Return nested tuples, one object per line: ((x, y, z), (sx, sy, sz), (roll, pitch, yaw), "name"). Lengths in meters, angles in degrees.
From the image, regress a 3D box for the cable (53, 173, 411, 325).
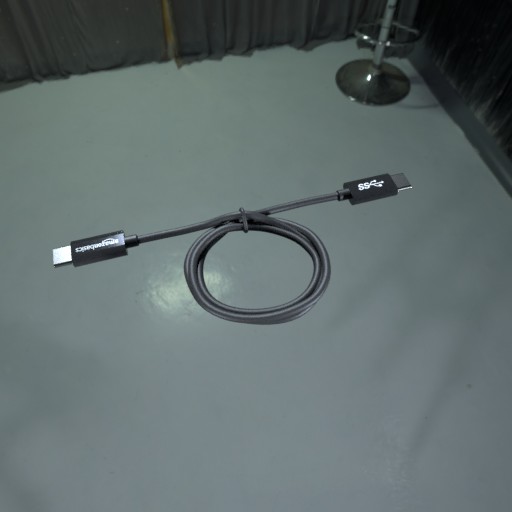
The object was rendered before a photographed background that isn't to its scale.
((0.000, 0.000, 0.210), (0.186, 0.014, 0.070), (-14, 58, -9), "cable")
